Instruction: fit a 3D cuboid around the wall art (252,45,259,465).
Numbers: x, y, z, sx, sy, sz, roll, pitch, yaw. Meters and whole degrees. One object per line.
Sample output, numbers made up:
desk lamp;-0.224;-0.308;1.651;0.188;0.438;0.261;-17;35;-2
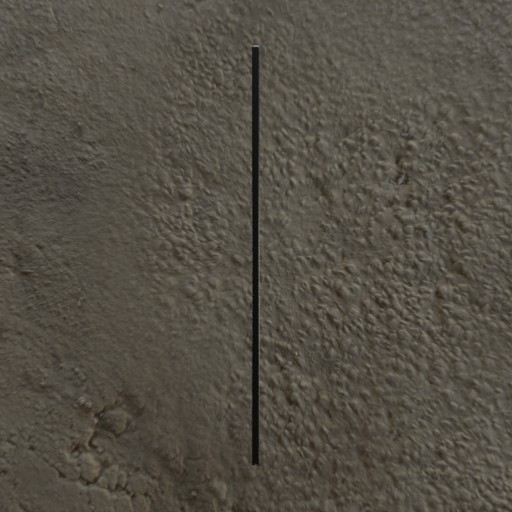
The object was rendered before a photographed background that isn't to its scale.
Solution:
wall art;0.000;0.000;1.230;0.013;0.967;0.707;0;90;0
